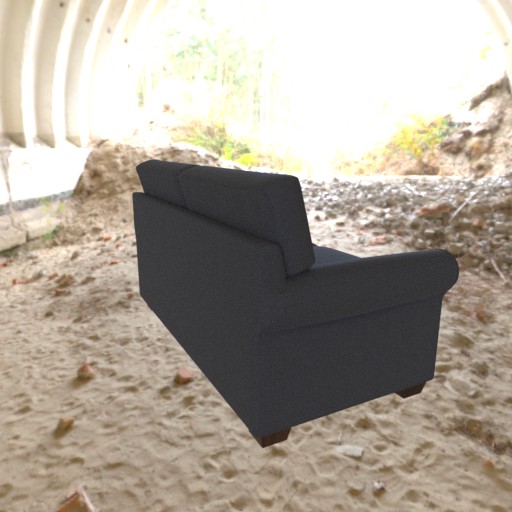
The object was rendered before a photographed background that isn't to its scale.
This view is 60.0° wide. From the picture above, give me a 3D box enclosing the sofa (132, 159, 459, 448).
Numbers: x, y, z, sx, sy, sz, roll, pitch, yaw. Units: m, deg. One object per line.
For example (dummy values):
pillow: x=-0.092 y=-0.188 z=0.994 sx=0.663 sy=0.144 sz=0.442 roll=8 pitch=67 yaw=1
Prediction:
sofa: x=0.000 y=0.000 z=2.483 sx=0.940 sy=1.020 sz=1.930 roll=-7 pitch=16 yaw=-27
